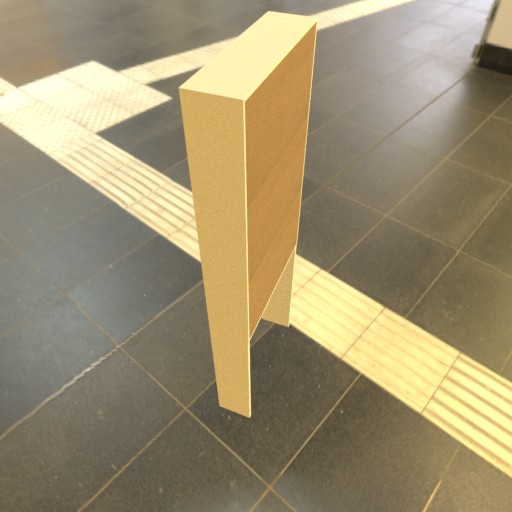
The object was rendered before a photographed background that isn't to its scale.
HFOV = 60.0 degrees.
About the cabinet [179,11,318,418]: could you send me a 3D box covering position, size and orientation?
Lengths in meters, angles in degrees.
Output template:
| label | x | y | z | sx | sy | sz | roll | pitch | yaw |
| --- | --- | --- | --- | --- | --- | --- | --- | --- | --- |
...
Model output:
| label | x | y | z | sx | sy | sz | roll | pitch | yaw |
| --- | --- | --- | --- | --- | --- | --- | --- | --- | --- |
| cabinet | 0.000 | 0.000 | 1.948 | 0.192 | 1.770 | 0.643 | 16 | 48 | 15 |
